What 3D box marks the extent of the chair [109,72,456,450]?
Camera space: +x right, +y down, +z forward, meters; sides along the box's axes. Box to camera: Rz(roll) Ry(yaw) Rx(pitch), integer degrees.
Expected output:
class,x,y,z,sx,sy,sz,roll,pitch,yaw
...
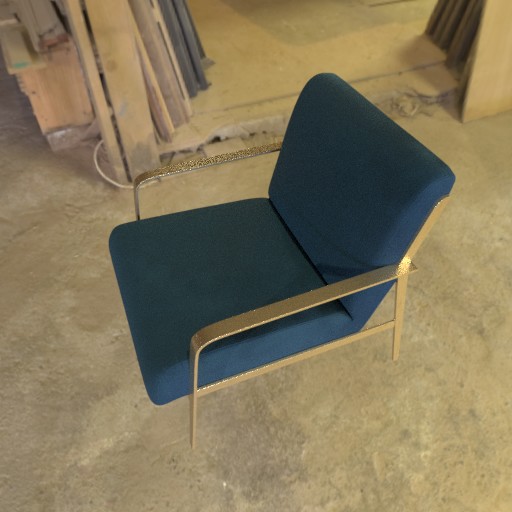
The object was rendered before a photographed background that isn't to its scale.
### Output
class,x,y,z,sx,sy,sz,roll,pitch,yaw
chair,0.000,0.000,1.404,0.859,0.831,0.692,-17,49,-15
